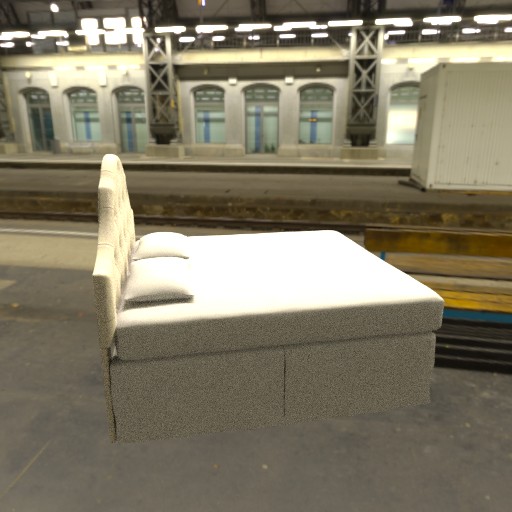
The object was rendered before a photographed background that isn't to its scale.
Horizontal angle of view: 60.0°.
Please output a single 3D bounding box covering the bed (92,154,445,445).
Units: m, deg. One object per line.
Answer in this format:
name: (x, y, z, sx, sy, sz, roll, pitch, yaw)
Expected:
bed: (0.000, 0.000, 3.415, 2.086, 1.555, 2.012, -3, 17, -11)
